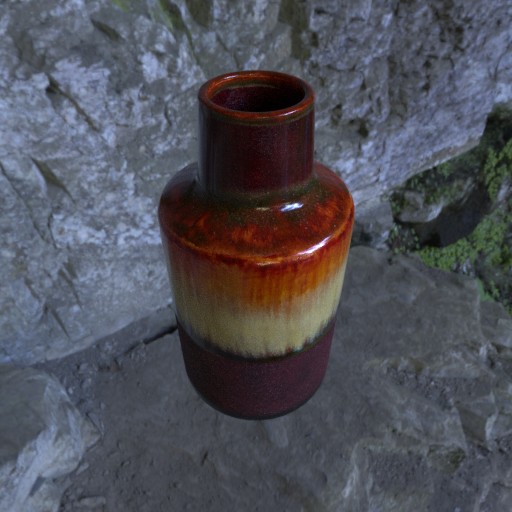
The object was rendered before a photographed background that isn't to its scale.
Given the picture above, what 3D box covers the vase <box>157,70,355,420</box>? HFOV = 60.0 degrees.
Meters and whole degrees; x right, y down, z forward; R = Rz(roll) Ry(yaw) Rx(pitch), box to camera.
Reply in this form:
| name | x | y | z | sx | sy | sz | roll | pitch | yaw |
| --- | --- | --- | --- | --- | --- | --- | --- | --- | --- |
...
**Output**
| name | x | y | z | sx | sy | sz | roll | pitch | yaw |
| --- | --- | --- | --- | --- | --- | --- | --- | --- | --- |
| vase | 0.000 | 0.000 | 0.270 | 0.108 | 0.204 | 0.108 | 0 | 42 | 0 |
